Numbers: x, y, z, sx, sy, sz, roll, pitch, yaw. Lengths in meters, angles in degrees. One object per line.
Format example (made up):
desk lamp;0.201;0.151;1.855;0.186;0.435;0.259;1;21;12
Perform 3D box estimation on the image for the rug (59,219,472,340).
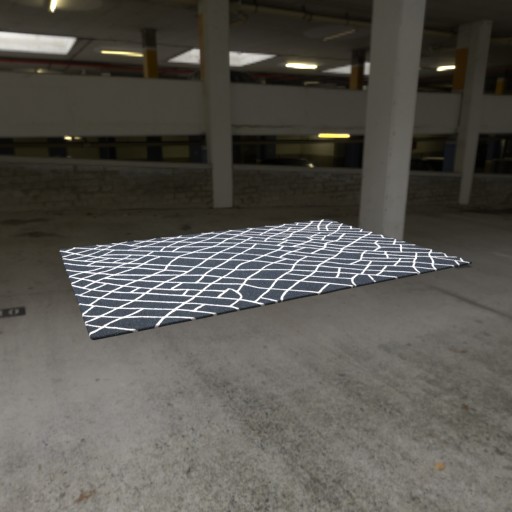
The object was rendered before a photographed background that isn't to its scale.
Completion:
rug;0.000;0.000;2.342;1.830;0.013;1.223;-8;18;-26
